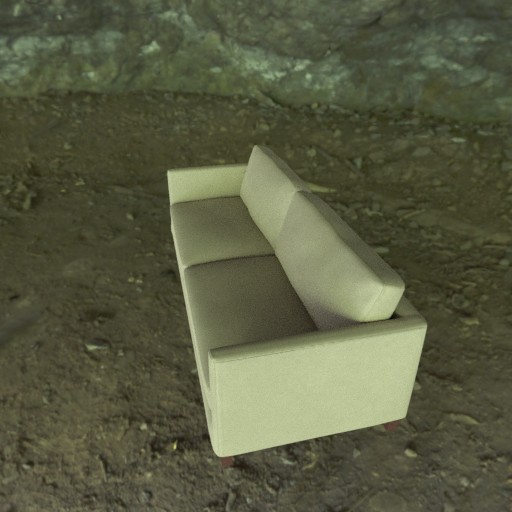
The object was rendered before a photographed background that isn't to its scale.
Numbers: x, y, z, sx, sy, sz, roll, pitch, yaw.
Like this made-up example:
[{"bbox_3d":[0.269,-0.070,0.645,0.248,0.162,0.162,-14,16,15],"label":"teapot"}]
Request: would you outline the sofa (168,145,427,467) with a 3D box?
[{"bbox_3d":[0.000,0.000,2.912,0.988,0.912,2.404,-7,30,-12],"label":"sofa"}]
